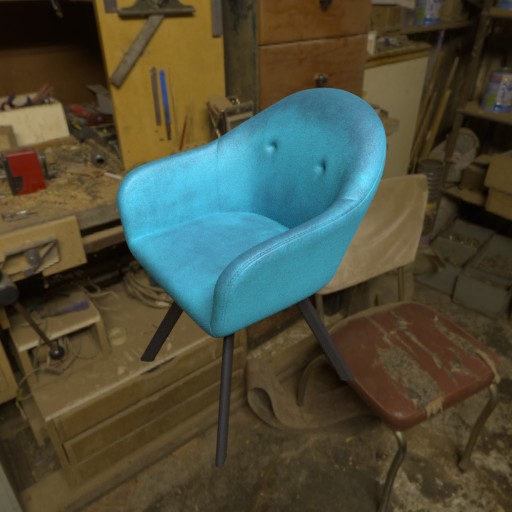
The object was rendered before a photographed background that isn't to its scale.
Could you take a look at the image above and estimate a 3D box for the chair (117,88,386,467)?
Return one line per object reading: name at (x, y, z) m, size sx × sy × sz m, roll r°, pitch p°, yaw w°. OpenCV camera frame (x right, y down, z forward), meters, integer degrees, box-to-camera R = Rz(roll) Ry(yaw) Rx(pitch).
chair at (0.000, 0.000, 1.173) m, size 0.570 × 0.780 × 0.540 m, roll -22°, pitch 38°, yaw -30°
